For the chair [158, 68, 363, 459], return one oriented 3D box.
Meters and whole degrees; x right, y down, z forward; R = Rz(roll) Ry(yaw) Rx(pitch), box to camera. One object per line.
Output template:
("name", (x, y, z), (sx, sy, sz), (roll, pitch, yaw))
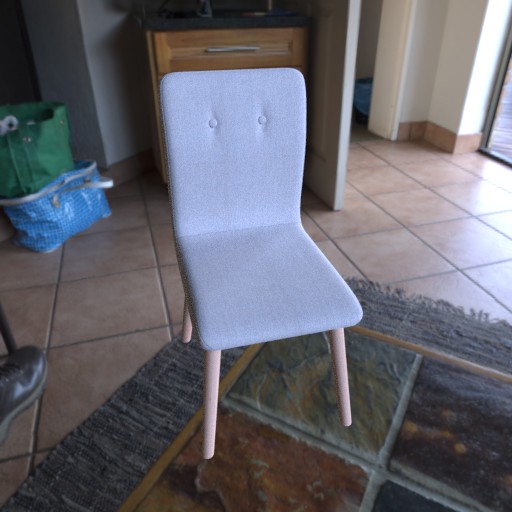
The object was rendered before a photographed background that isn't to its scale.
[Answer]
("chair", (0.000, 0.000, 1.218), (0.435, 0.885, 0.550), (-8, 32, -13))
